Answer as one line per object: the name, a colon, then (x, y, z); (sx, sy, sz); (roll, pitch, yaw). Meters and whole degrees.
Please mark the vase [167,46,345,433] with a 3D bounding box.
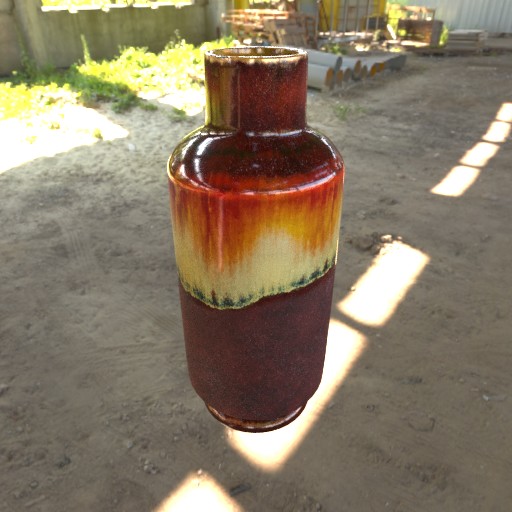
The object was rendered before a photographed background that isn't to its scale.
vase: (0.000, 0.000, 0.310); (0.111, 0.261, 0.111); (0, 30, 0)
